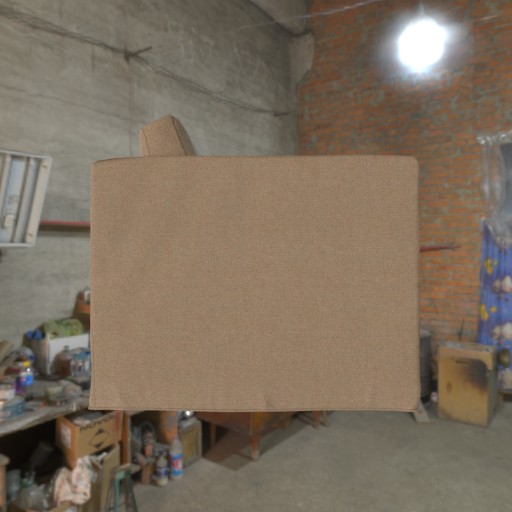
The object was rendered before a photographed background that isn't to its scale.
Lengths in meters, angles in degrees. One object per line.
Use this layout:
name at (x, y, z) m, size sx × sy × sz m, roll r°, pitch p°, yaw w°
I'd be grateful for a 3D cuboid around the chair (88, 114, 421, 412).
chair at (0.000, 0.000, 1.732) m, size 0.949 × 0.863 × 1.057 m, roll 0°, pitch 0°, yaw 0°
